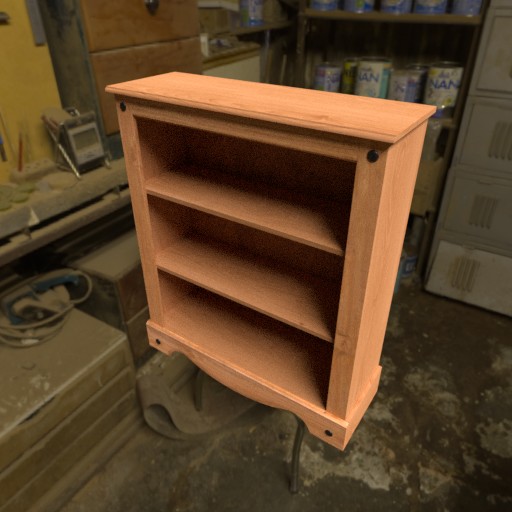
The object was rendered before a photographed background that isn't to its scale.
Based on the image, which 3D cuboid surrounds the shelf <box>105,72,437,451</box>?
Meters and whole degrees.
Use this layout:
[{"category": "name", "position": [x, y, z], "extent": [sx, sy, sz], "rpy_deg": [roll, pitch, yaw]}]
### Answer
[{"category": "shelf", "position": [0.000, 0.000, 1.409], "extent": [0.840, 0.980, 0.291], "rpy_deg": [20, 37, 29]}]
